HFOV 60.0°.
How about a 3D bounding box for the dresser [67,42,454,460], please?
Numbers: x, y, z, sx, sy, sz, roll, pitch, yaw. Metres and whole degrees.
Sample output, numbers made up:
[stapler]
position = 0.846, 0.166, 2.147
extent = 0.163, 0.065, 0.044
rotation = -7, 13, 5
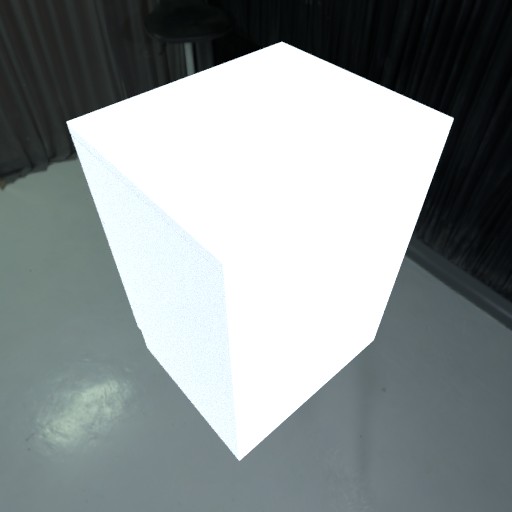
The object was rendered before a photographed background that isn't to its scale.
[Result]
[dresser]
position = 0.000, 0.000, 0.810
extent = 0.400, 0.560, 0.360
rotation = -33, 55, -27
